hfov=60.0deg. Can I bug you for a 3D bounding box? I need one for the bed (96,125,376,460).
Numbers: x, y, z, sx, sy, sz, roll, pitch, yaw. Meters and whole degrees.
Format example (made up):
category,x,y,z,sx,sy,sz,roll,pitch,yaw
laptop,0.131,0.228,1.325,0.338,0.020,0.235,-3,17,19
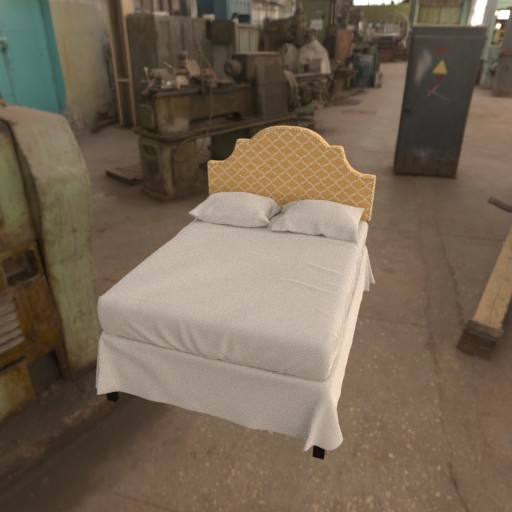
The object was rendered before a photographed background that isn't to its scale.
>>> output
category,x,y,z,sx,sy,sz,roll,pitch,yaw
bed,0.000,0.000,3.443,1.780,1.633,2.222,9,28,16
